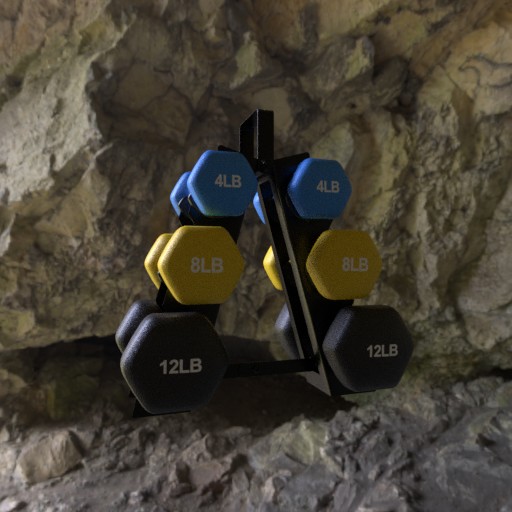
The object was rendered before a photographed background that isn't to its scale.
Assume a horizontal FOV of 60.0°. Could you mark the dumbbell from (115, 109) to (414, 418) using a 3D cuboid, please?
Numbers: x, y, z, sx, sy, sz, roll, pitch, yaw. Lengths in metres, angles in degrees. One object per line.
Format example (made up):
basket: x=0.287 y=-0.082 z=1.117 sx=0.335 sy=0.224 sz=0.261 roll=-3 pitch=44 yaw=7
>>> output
dumbbell: x=0.000 y=0.000 z=0.683 sx=0.409 sy=0.426 sz=0.255 roll=0 pitch=0 yaw=-18
